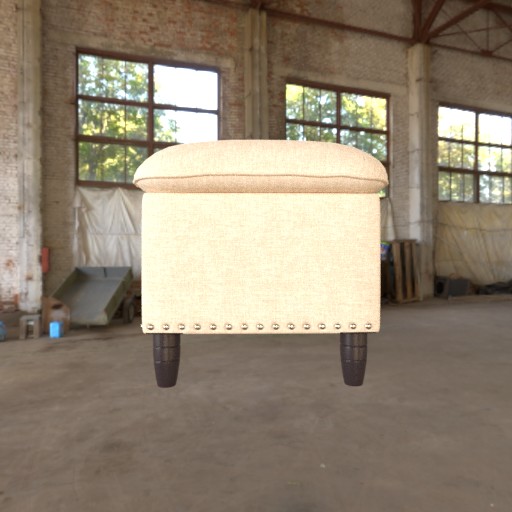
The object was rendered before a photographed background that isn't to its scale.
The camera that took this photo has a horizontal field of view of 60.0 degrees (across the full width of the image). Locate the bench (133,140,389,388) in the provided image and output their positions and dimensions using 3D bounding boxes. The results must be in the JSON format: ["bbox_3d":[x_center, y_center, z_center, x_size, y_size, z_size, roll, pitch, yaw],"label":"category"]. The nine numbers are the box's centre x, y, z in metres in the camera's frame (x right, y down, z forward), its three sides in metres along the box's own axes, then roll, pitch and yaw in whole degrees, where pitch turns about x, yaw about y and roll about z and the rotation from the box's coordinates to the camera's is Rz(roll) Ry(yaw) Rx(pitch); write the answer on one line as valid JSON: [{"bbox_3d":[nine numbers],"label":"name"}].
[{"bbox_3d":[0.000,0.000,1.261,0.483,0.483,0.991,0,0,-1],"label":"bench"}]
